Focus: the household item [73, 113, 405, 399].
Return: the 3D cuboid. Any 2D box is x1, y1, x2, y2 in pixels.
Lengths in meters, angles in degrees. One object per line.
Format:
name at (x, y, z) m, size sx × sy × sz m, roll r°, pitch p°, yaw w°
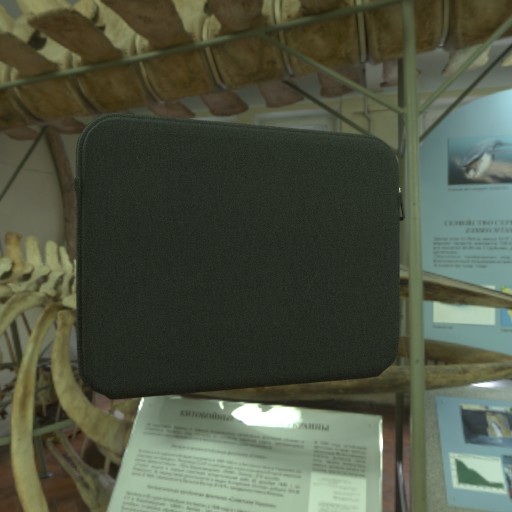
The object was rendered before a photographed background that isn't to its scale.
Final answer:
household item at (0.000, 0.000, 0.517) m, size 0.396 × 0.305 × 0.030 m, roll 0°, pitch 0°, yaw -16°
